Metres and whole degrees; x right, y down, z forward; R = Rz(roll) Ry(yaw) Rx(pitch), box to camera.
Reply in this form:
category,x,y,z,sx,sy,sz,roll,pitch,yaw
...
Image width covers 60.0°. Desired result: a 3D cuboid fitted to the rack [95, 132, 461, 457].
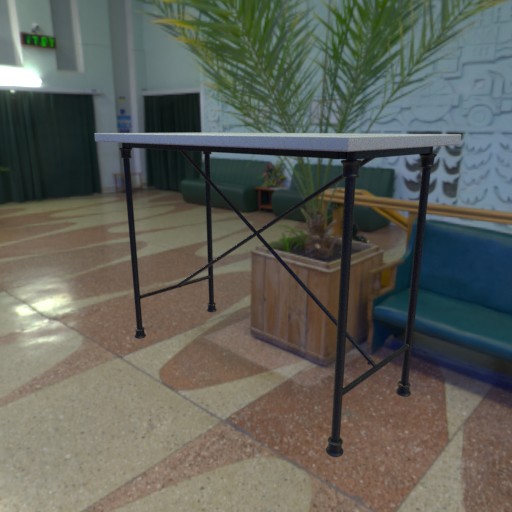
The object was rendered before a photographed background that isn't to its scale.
category,x,y,z,sx,sy,sz,roll,pitch,yaw
rack,0.000,0.000,1.656,1.159,0.880,0.613,15,22,43
